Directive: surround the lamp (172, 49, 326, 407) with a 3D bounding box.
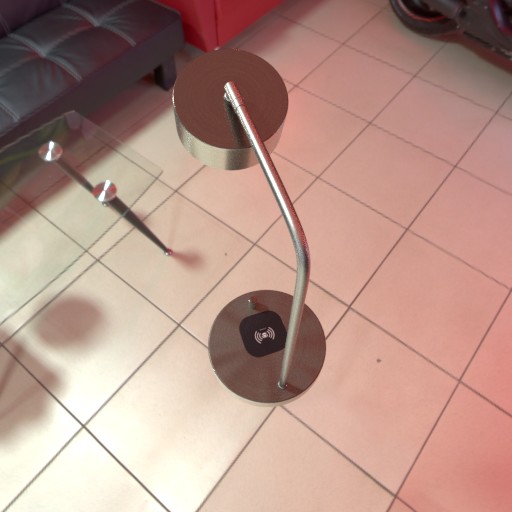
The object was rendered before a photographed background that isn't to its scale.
[{"bbox_3d":[0.000,0.000,0.647,0.211,0.469,0.334,-16,60,-10],"label":"lamp"}]
